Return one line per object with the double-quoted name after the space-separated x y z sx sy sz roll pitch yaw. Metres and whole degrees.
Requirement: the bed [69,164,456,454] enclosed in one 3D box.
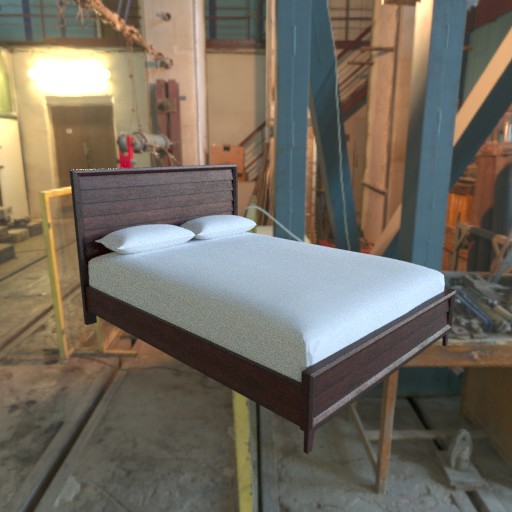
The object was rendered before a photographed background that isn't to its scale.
0.000 0.000 3.971 2.803 1.492 2.040 13 19 43 "bed"
